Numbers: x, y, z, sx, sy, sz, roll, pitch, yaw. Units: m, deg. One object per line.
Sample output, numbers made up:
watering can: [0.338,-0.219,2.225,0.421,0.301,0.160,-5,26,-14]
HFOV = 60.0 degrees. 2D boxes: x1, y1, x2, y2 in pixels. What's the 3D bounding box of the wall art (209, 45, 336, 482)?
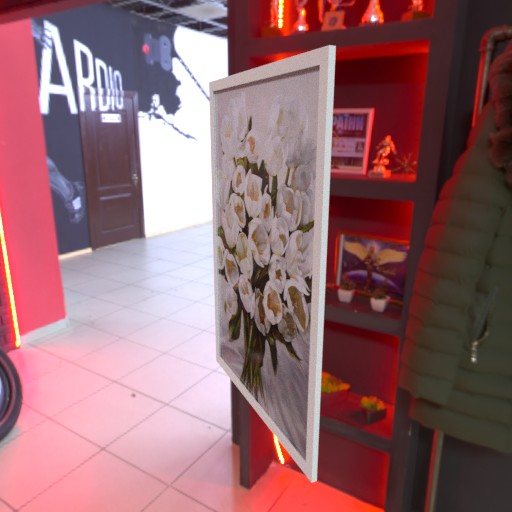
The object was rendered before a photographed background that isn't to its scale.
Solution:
wall art: [0.000,0.000,1.229,0.015,0.965,0.660,-7,17,-24]
